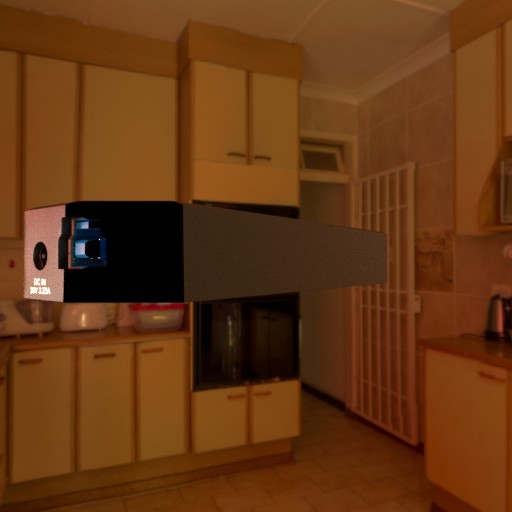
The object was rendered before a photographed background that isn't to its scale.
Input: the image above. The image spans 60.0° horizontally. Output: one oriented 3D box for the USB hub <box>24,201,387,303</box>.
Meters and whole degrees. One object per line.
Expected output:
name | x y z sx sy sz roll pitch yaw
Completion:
USB hub | 0.000 0.000 0.158 0.044 0.023 0.145 -1 -1 37
